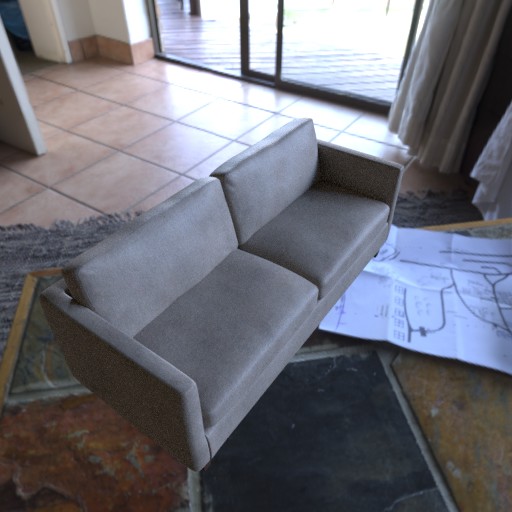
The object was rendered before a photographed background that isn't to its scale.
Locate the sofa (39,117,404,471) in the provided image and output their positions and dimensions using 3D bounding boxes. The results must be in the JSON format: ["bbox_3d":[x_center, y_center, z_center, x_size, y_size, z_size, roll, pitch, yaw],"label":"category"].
[{"bbox_3d":[0.000,0.000,2.686,0.951,0.965,2.208,25,46,27],"label":"sofa"}]
